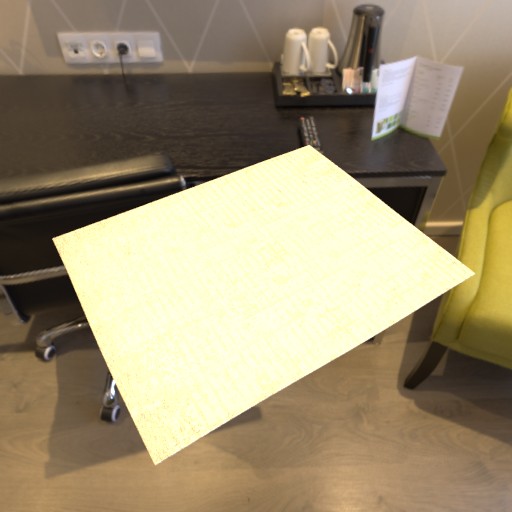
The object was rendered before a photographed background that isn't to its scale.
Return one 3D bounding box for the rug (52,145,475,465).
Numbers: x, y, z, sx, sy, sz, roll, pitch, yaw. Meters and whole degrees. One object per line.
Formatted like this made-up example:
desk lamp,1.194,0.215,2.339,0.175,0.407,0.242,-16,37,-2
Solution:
rug,0.000,0.000,4.065,3.061,0.014,2.447,-24,51,-22
